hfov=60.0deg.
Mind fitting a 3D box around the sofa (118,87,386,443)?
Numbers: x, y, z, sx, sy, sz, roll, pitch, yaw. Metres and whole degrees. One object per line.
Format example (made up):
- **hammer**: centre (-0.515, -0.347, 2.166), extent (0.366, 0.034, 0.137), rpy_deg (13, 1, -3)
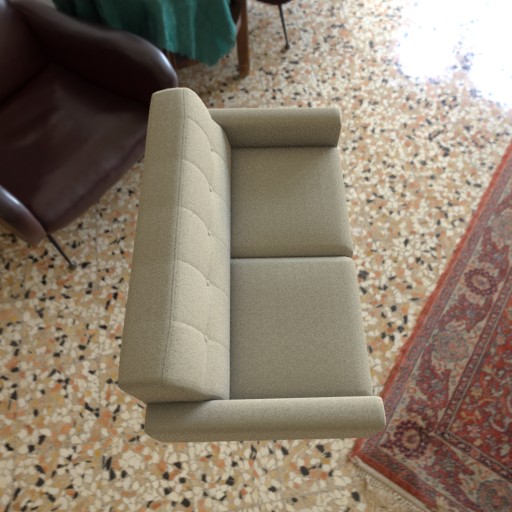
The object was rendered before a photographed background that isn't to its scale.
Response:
- **sofa**: centre (0.000, 0.000, 2.177), extent (0.980, 0.892, 1.655), rpy_deg (-1, 63, -1)
